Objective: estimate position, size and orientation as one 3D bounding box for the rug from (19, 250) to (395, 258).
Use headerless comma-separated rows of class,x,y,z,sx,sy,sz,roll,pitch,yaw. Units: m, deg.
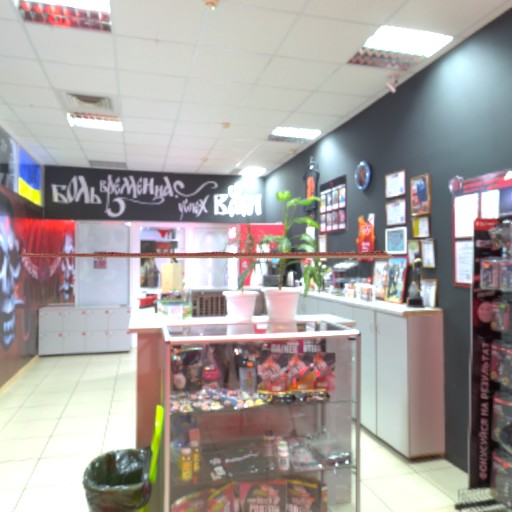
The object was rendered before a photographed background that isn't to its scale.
rug,0.000,0.000,4.117,2.429,0.030,3.052,0,-1,18
